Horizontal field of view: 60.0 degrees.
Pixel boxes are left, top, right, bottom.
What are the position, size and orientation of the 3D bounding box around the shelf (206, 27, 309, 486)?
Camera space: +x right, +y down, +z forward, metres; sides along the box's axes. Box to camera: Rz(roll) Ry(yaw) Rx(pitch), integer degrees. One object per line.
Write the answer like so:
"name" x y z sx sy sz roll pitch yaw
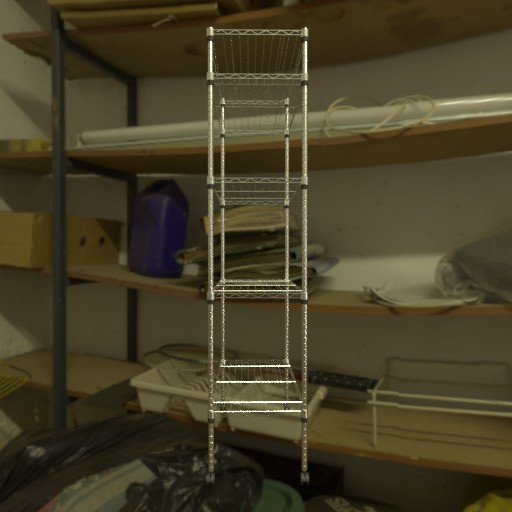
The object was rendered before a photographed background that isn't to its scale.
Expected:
"shelf" 0.000 0.000 1.898 0.356 1.587 0.762 0 1 -1
